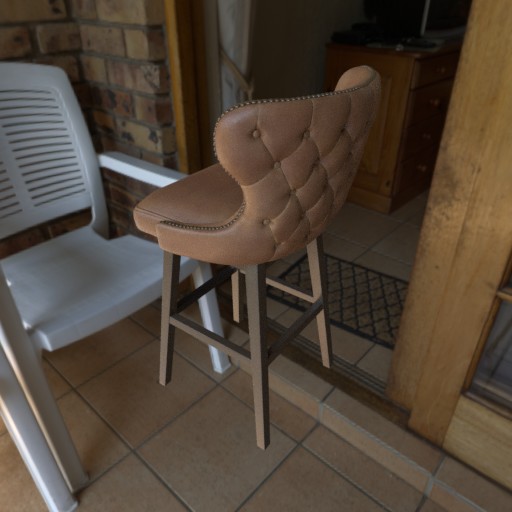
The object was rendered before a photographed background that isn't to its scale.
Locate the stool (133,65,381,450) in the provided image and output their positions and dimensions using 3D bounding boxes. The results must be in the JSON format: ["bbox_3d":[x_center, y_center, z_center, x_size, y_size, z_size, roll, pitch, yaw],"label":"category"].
[{"bbox_3d":[0.000,0.000,1.393,0.606,1.087,0.591,21,38,30],"label":"stool"}]
